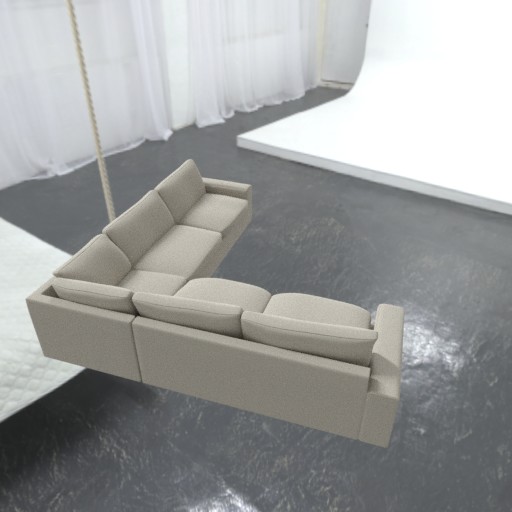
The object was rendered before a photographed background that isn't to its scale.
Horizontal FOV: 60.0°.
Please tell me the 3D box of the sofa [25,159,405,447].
[{"bbox_3d":[0.000,0.000,4.729,3.066,0.918,3.206,10,33,15],"label":"sofa"}]
